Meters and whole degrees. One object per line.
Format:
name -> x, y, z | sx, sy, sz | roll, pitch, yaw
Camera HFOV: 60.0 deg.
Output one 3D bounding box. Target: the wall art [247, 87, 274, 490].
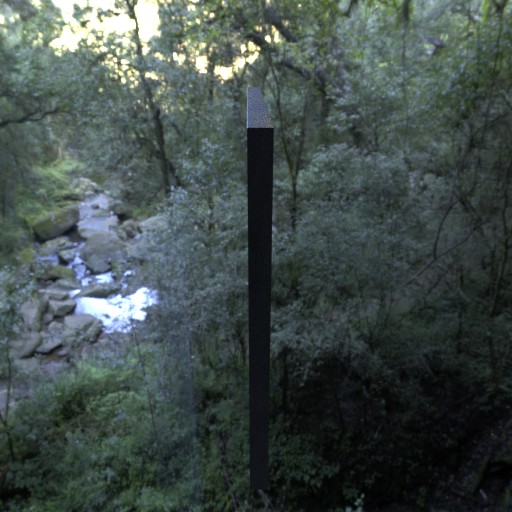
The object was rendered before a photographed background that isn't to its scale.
wall art -> 0.000, 0.000, 1.145 | 0.039, 0.763, 0.763 | 0, 25, -1
